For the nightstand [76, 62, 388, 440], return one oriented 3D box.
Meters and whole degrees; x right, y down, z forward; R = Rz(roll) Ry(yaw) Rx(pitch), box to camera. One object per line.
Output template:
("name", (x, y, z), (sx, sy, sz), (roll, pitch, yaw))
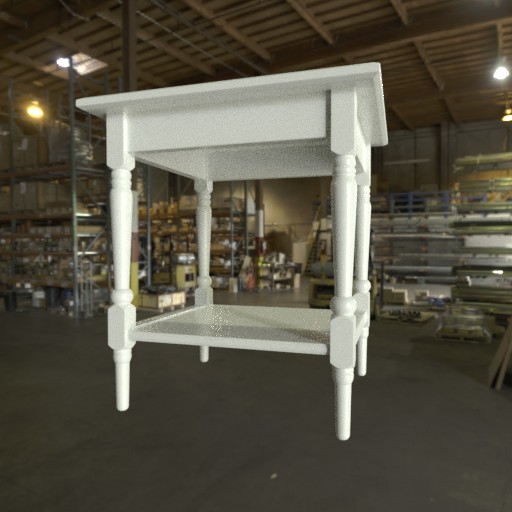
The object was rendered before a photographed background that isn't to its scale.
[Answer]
("nightstand", (0.000, 0.000, 0.910), (0.505, 0.555, 0.459), (0, 1, 18))
